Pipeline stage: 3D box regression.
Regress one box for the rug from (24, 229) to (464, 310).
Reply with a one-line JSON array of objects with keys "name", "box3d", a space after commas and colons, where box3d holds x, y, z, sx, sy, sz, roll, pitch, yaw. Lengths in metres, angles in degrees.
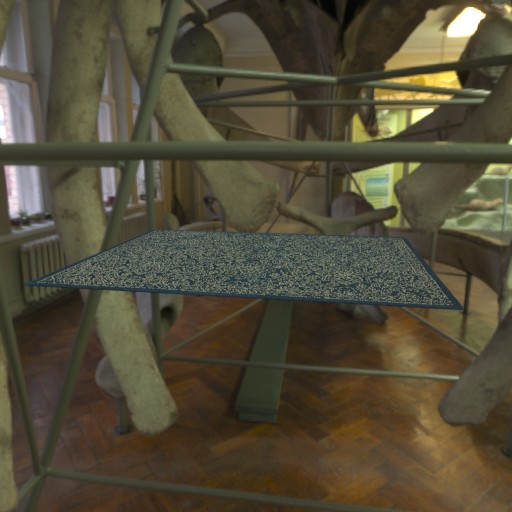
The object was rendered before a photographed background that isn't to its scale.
[{"name": "rug", "box3d": [0.000, 0.000, 4.159, 3.048, 0.010, 2.438, 2, 13, 10]}]
